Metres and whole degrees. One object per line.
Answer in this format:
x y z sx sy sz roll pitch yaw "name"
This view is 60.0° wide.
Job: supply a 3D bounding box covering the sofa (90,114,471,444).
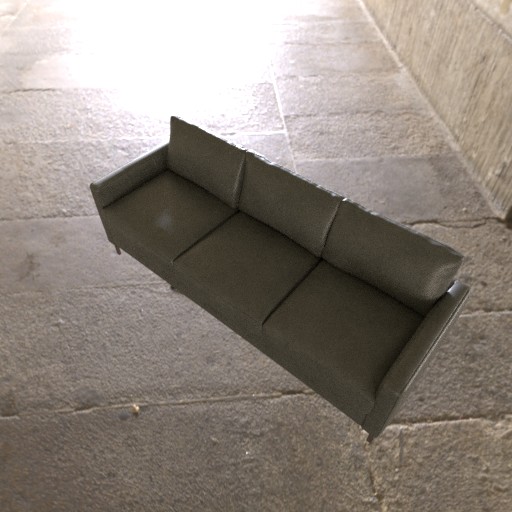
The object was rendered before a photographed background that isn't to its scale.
0.000 0.000 2.421 2.029 0.805 0.748 32 55 26 "sofa"
